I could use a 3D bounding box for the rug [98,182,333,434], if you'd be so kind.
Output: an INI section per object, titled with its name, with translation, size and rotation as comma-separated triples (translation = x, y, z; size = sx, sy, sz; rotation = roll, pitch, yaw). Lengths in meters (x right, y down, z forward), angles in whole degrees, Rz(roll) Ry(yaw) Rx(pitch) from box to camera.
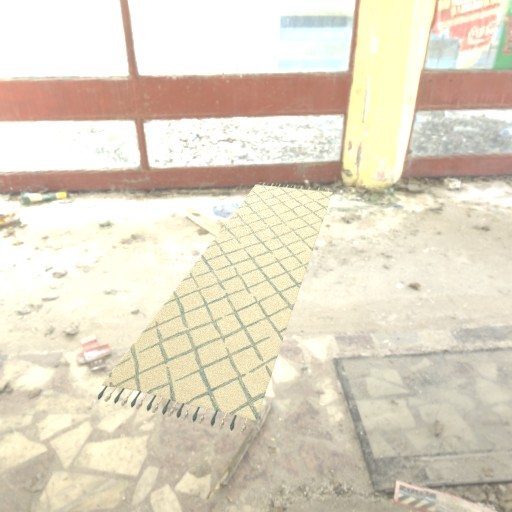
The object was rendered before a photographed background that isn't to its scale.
[rug]
translation = 0.000, 0.000, 2.564
size = 0.620, 0.008, 2.372
rotation = 8, 31, 13
